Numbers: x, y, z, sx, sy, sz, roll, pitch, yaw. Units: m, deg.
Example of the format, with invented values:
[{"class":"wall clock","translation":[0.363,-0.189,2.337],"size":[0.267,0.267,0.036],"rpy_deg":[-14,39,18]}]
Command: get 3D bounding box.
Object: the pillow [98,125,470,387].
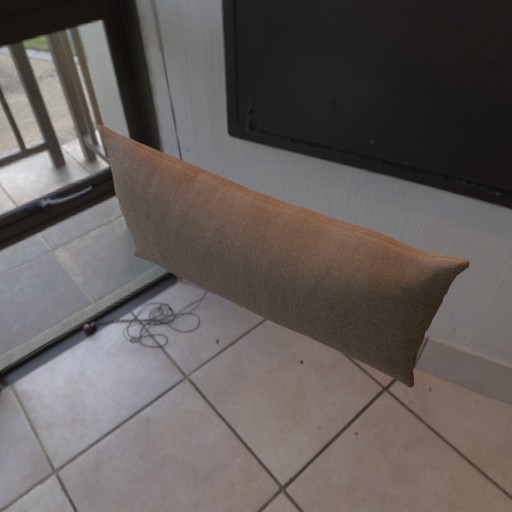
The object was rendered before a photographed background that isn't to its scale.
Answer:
[{"class":"pillow","translation":[0.000,0.000,0.739],"size":[0.612,0.308,0.148],"rpy_deg":[23,50,21]}]
